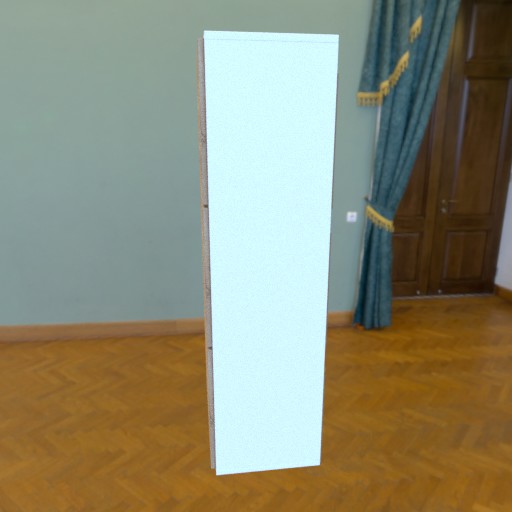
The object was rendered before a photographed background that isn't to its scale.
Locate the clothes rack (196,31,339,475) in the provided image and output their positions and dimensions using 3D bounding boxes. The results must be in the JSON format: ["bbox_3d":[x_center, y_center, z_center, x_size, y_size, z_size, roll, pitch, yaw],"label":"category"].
[{"bbox_3d":[0.000,0.000,1.403,0.331,1.187,0.500,-2,15,-7],"label":"clothes rack"}]
